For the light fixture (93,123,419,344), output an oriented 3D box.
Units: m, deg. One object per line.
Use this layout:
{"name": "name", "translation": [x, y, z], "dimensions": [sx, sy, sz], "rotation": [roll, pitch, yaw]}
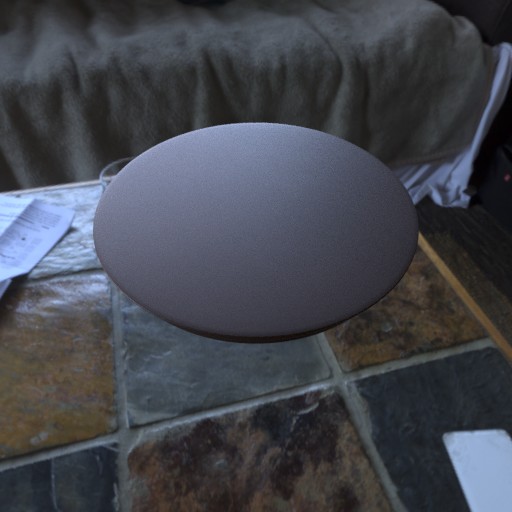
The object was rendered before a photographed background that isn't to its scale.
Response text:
{"name": "light fixture", "translation": [0.000, 0.000, 0.440], "dimensions": [0.280, 0.135, 0.280], "rotation": [0, 46, 0]}
